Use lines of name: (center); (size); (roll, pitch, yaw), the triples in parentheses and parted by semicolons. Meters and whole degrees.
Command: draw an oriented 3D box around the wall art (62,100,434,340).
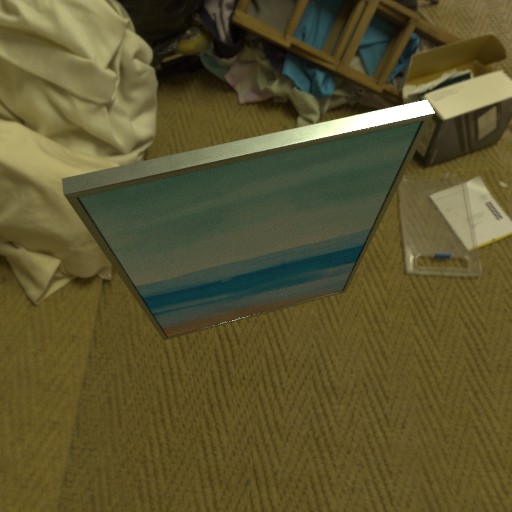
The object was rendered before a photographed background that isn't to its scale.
wall art: (0.000, 0.000, 1.410); (0.803, 1.062, 0.041); (-14, 64, -7)
